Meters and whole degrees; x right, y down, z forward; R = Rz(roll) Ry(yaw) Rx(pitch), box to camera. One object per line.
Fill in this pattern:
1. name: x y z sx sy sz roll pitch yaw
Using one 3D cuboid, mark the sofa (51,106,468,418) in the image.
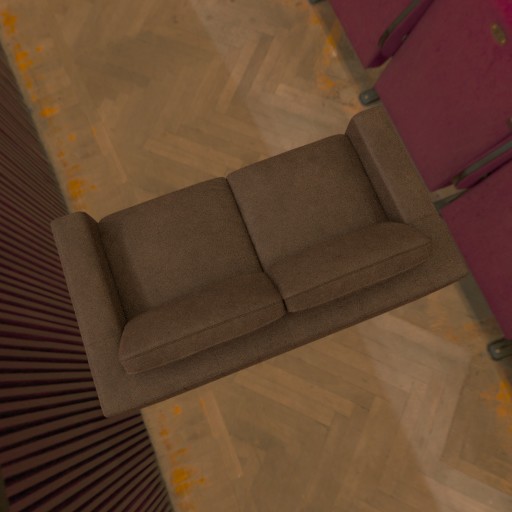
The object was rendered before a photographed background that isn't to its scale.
1. sofa: 0.000 0.000 2.419 1.920 0.800 1.070 -21 76 -5
